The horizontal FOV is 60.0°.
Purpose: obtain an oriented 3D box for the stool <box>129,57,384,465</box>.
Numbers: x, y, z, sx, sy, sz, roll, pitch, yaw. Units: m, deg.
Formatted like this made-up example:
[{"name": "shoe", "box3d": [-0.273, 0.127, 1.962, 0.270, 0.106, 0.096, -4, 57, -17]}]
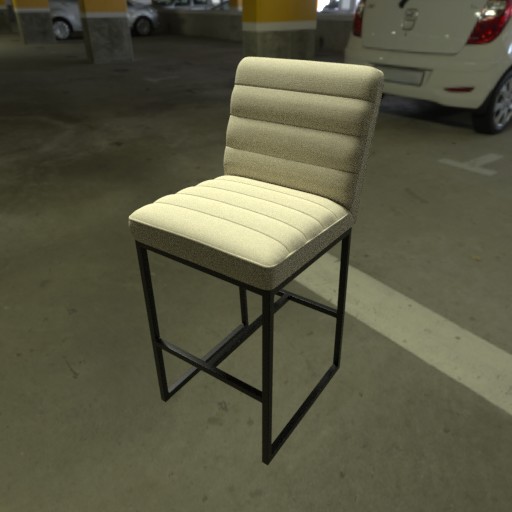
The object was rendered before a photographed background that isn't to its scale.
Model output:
[{"name": "stool", "box3d": [0.000, 0.000, 1.332, 0.460, 1.040, 0.560, 19, 35, 29]}]
